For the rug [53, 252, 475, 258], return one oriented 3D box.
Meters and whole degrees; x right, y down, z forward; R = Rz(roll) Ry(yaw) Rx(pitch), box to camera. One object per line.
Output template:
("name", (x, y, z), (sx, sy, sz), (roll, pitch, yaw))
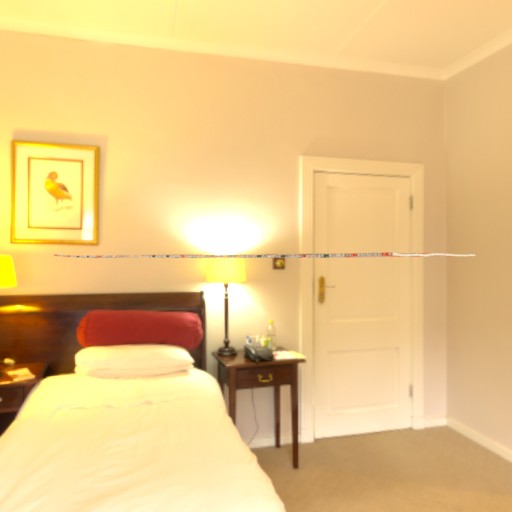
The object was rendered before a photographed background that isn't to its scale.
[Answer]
("rug", (0.000, 0.000, 3.006), (2.439, 0.029, 1.537), (0, 0, 37))
